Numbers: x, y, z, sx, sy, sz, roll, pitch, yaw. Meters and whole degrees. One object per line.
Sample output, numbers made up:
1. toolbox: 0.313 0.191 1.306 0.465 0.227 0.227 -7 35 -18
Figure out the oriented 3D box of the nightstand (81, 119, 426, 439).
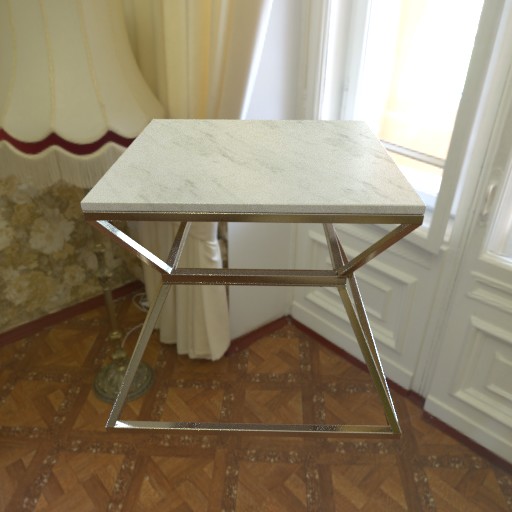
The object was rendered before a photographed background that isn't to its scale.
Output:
1. nightstand: 0.000 0.000 0.883 0.513 0.426 0.514 1 31 1
